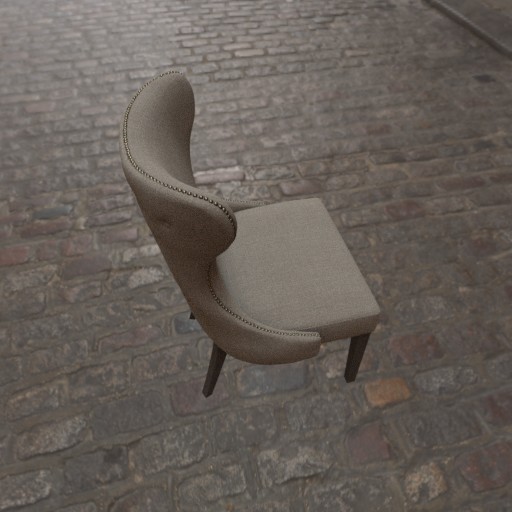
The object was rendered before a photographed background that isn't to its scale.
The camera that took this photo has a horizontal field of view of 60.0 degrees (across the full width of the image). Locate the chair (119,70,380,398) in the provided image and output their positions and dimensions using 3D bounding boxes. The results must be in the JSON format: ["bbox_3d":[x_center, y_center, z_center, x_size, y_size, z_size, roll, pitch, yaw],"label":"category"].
[{"bbox_3d":[0.000,0.000,1.376,0.635,0.967,0.628,-10,48,-10],"label":"chair"}]
